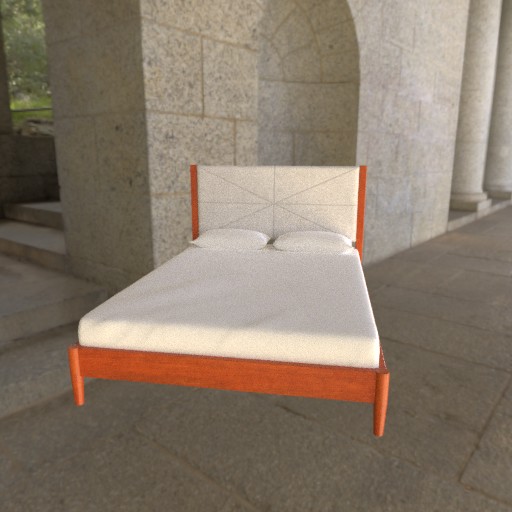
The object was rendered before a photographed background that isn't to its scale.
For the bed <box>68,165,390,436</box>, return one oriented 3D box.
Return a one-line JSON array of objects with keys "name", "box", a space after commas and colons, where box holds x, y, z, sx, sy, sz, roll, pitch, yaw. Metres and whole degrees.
[{"name": "bed", "box": [0.000, 0.000, 3.035, 1.566, 1.165, 2.117, 2, 13, 10]}]
